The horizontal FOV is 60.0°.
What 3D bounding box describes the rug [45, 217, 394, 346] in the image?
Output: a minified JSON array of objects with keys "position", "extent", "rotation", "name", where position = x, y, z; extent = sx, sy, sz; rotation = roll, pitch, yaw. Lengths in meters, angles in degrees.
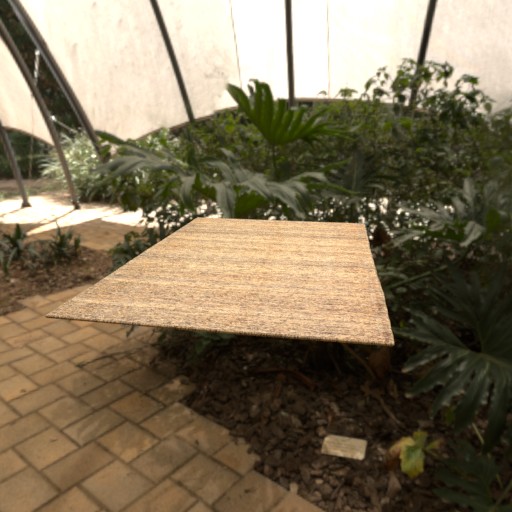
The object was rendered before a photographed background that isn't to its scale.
[{"position":[0.000,0.000,2.378],"extent":[1.243,0.014,1.846],"rotation":[3,17,10],"name":"rug"}]
